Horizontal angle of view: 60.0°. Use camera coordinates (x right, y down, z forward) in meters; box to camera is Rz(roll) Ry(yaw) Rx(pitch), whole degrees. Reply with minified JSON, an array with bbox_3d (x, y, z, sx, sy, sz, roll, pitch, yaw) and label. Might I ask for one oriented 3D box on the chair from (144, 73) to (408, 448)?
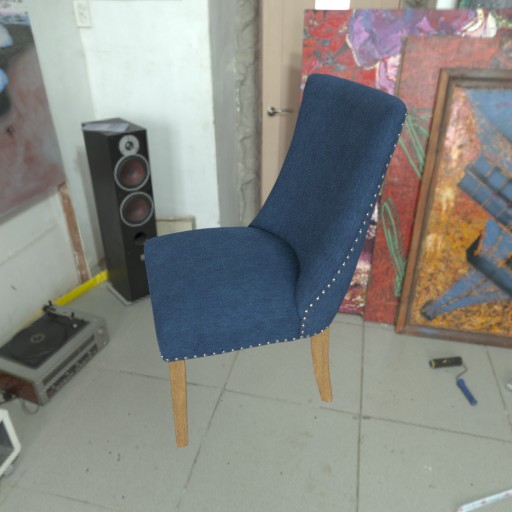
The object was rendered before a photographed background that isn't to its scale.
[{"bbox_3d":[0.000,0.000,1.261,0.610,0.902,0.495,-8,31,-14],"label":"chair"}]
